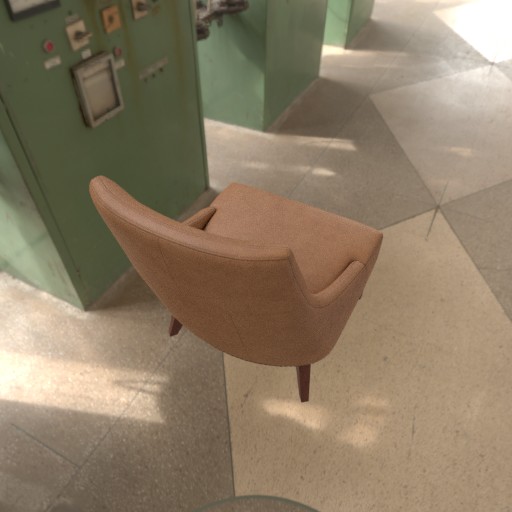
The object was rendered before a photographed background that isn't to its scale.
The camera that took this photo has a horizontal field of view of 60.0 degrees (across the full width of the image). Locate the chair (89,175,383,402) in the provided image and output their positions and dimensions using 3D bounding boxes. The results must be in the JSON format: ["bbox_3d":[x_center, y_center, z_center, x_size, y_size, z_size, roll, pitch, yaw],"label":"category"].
[{"bbox_3d":[0.000,0.000,1.520,0.701,0.909,0.861,22,50,20],"label":"chair"}]
